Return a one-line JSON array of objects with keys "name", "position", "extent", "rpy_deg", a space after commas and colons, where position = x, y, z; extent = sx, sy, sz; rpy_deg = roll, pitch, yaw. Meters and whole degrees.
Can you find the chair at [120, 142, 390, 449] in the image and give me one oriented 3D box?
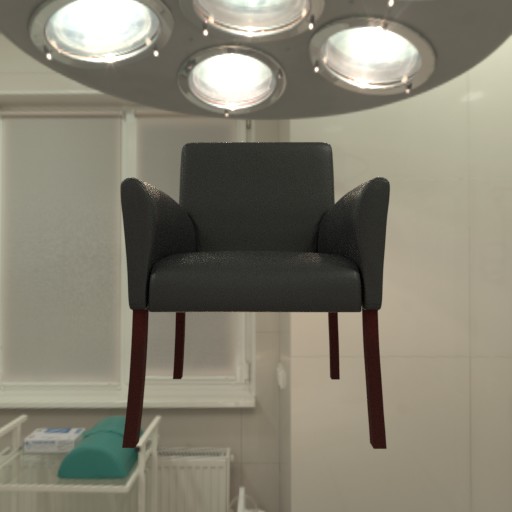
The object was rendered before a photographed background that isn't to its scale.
[{"name": "chair", "position": [0.000, 0.000, 1.476], "extent": [0.683, 0.951, 0.772], "rpy_deg": [0, -1, 0]}]
